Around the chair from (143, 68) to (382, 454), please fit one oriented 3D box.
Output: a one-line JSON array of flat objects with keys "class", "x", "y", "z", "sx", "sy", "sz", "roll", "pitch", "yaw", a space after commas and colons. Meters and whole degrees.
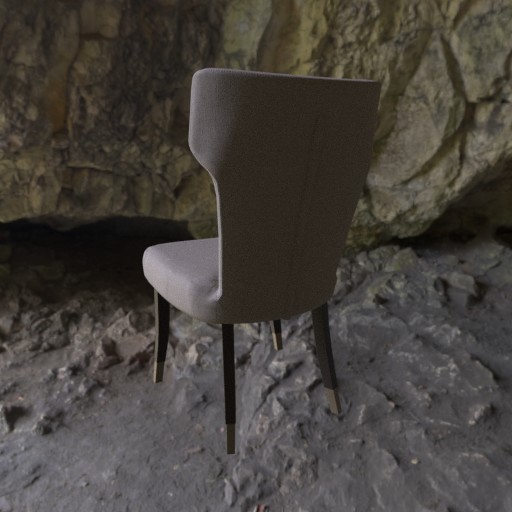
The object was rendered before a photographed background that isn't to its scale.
[{"class": "chair", "x": 0.000, "y": 0.000, "z": 1.305, "sx": 0.526, "sy": 0.955, "sz": 0.630, "roll": -8, "pitch": 17, "yaw": -28}]
